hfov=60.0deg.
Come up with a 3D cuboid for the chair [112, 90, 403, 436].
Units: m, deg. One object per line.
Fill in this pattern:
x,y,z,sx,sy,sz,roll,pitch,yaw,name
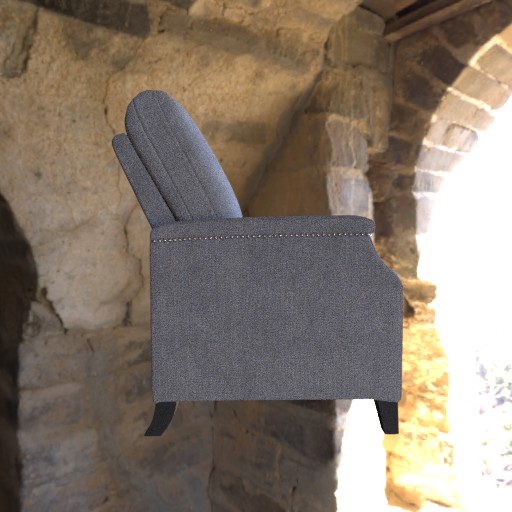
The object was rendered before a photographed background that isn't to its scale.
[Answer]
0.000,0.000,1.637,0.922,1.049,0.710,0,1,-1,chair
